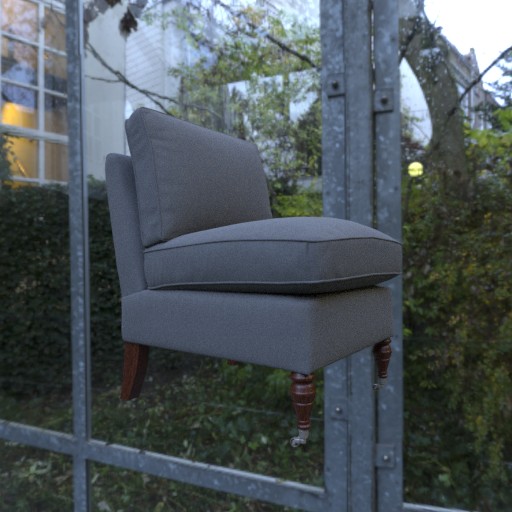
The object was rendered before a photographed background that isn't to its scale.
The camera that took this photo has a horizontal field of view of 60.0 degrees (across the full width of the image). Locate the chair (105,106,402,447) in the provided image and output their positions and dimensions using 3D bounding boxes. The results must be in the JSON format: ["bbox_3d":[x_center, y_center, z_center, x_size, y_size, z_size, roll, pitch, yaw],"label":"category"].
[{"bbox_3d":[0.000,0.000,1.672,0.924,1.045,0.724,0,0,36],"label":"chair"}]
